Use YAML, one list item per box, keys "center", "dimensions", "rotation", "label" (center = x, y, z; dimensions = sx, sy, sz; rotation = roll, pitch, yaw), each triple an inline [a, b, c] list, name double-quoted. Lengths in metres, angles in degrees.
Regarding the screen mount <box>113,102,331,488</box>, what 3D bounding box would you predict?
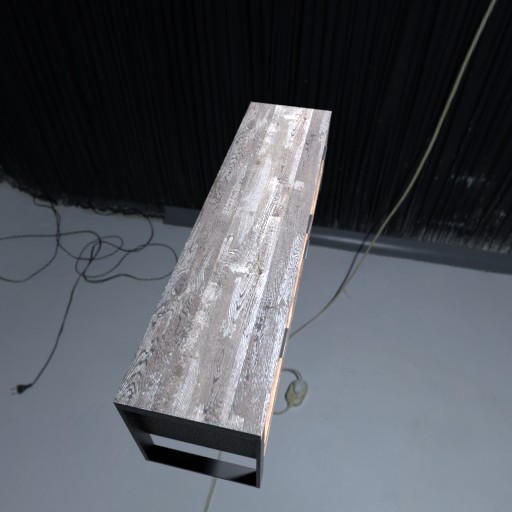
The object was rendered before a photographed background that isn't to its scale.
- center: [0.000, 0.000, 1.755]
  dimensions: [0.395, 0.450, 1.524]
  rotation: [10, 49, 9]
  label: "screen mount"
